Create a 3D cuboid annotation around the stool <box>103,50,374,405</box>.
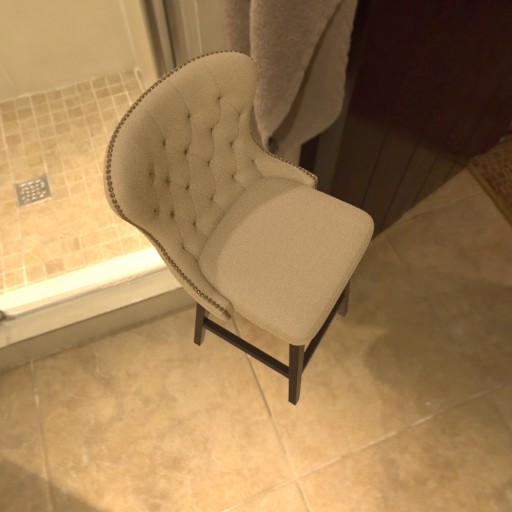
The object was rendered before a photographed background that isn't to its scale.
[{"bbox_3d":[0.000,0.000,1.327,0.593,0.971,0.528,28,64,15],"label":"stool"}]
